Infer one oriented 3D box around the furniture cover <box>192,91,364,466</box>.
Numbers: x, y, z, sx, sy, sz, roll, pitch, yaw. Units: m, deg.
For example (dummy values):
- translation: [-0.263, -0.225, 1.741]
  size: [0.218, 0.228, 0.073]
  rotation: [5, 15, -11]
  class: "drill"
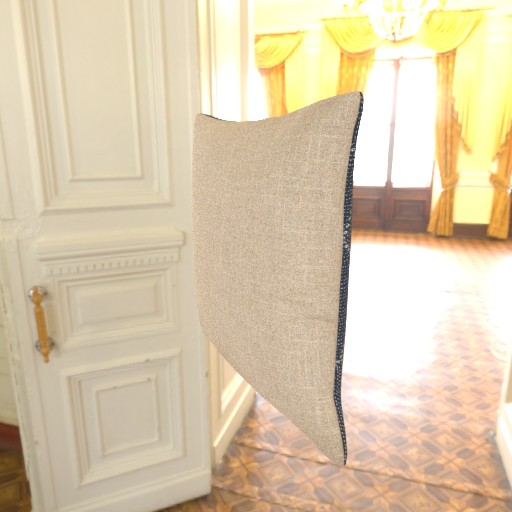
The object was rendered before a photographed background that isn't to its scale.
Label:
- translation: [0.000, 0.000, 0.777]
  size: [0.162, 0.503, 0.511]
  rotation: [-8, 17, -27]
  class: "furniture cover"
